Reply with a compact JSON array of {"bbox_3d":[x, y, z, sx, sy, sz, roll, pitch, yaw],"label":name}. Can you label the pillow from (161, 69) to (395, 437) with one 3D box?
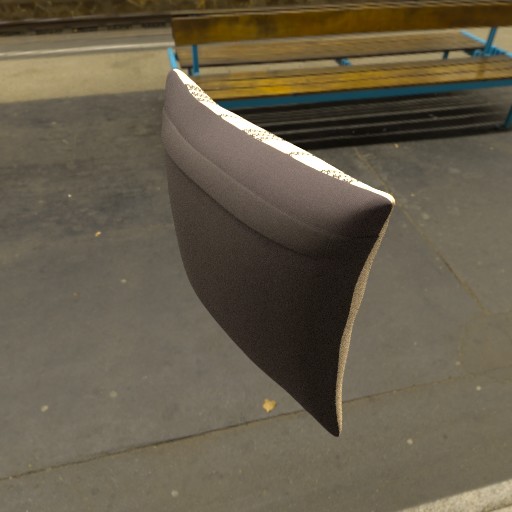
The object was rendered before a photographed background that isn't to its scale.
[{"bbox_3d":[0.000,0.000,0.625,0.173,0.406,0.405,-25,47,-26],"label":"pillow"}]
